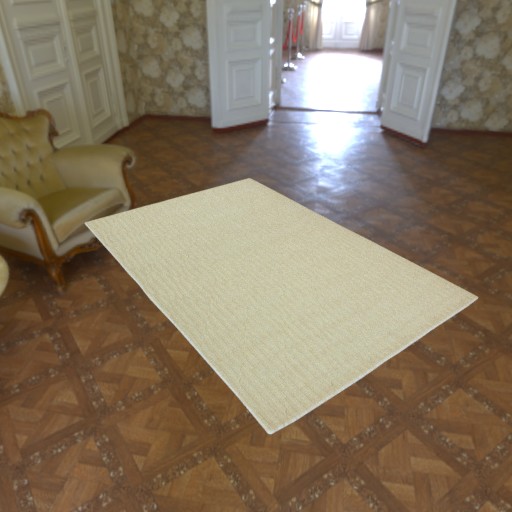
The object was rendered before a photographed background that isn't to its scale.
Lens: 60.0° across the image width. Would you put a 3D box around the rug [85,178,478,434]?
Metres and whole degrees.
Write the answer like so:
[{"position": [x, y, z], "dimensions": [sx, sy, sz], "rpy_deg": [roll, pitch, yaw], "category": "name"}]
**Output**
[{"position": [0.000, 0.000, 2.373], "dimensions": [1.238, 0.014, 1.848], "rpy_deg": [-21, 37, -30], "category": "rug"}]
